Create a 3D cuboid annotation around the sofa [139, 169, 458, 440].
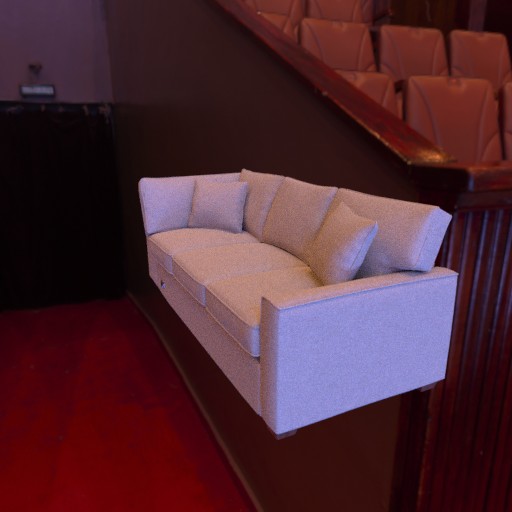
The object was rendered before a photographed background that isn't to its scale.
[{"bbox_3d":[0.000,0.000,2.931,1.061,0.962,2.317,-8,18,-25],"label":"sofa"}]
